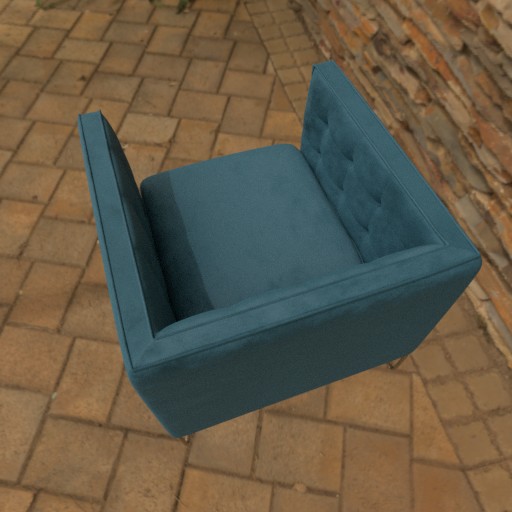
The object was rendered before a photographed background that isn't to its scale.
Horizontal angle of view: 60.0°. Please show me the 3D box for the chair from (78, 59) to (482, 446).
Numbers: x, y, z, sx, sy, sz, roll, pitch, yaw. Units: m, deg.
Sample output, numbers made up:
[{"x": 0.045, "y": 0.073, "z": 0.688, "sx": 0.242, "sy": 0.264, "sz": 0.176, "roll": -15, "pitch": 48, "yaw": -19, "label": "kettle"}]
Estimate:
[{"x": 0.000, "y": 0.000, "z": 1.511, "sx": 0.880, "sy": 0.790, "sz": 0.894, "roll": -16, "pitch": 58, "yaw": -11, "label": "chair"}]
